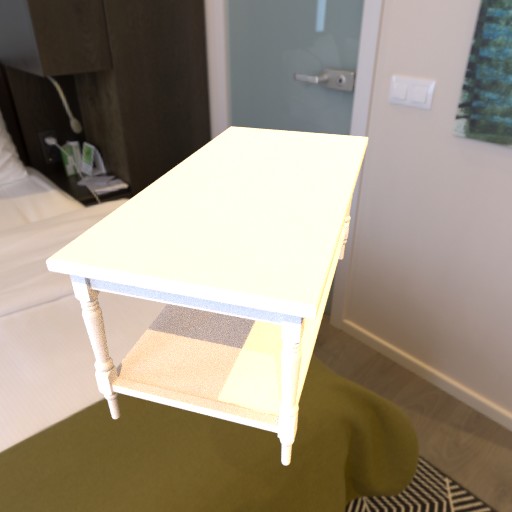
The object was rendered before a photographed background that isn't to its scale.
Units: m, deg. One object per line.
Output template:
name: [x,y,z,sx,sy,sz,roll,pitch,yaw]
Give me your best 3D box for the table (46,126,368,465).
table: [0.000,0.000,1.406,0.550,0.510,1.107,9,31,14]
